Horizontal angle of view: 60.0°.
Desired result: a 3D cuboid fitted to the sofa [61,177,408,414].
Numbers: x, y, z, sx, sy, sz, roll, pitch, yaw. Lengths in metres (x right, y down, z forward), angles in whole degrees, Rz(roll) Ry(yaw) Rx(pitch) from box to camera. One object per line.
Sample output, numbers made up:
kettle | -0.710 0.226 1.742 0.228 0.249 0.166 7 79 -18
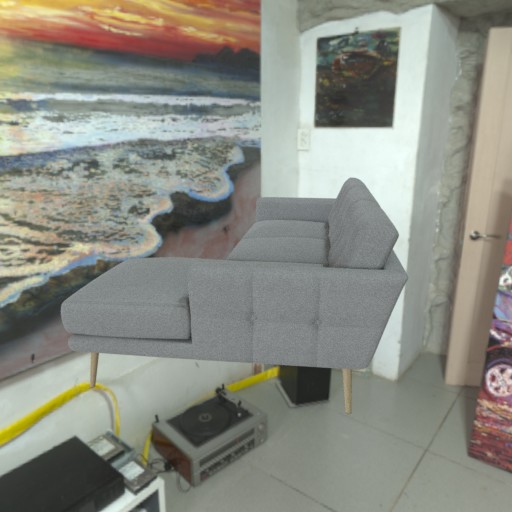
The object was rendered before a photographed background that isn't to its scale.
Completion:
sofa | 0.000 0.000 2.866 1.530 0.860 2.040 2 16 8
